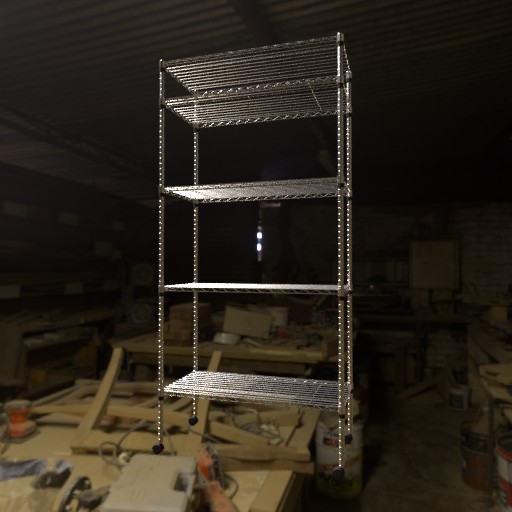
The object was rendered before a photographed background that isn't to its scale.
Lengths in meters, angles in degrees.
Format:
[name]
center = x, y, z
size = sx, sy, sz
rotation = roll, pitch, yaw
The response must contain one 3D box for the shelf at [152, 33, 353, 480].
[shelf]
center = 0.000, 0.000, 1.846
size = 0.762, 1.587, 0.356
rotation = 0, -1, 17
